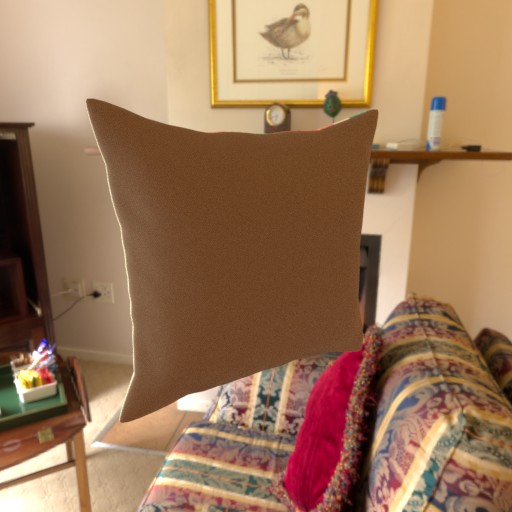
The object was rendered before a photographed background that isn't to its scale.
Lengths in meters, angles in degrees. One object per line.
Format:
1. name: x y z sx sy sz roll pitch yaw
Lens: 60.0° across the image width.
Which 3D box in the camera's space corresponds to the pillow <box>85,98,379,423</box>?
1. pillow: 0.000 0.000 0.682 0.453 0.443 0.168 -8 17 -27
